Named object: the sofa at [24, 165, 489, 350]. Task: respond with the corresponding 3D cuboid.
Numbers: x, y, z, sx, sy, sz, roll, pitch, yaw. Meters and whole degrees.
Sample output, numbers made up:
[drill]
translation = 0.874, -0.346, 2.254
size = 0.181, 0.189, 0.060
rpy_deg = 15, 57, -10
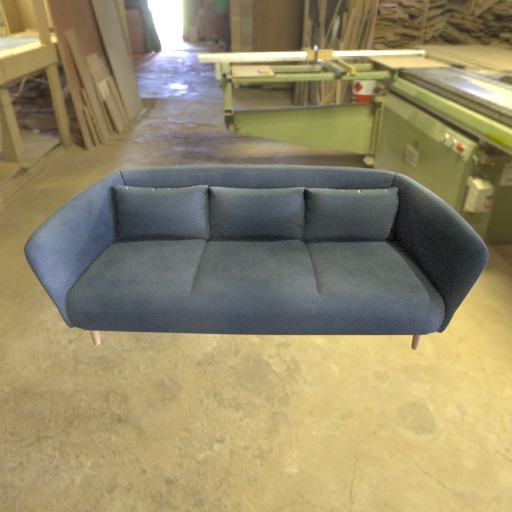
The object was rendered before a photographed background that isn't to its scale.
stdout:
[sofa]
translation = 0.000, 0.000, 2.462
size = 2.095, 0.795, 0.849
rpy_deg = 1, 30, 1
